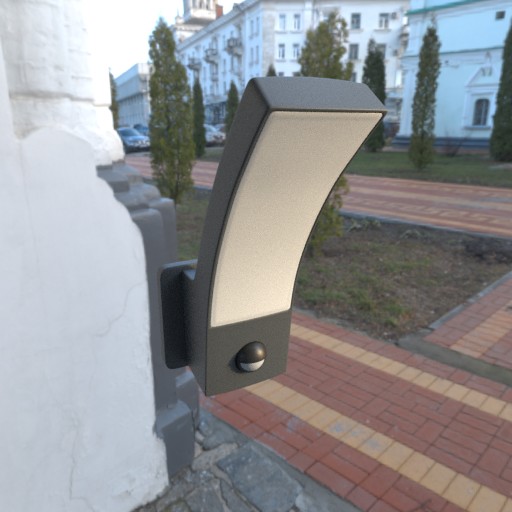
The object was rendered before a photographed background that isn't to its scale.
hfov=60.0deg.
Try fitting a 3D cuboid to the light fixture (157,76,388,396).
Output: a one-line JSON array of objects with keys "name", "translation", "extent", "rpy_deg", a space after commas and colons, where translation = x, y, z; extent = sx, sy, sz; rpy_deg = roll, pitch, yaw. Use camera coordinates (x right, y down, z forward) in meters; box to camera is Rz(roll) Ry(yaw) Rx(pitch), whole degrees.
[{"name": "light fixture", "translation": [0.000, 0.000, 0.338], "extent": [0.108, 0.243, 0.174], "rpy_deg": [-9, 19, -28]}]
